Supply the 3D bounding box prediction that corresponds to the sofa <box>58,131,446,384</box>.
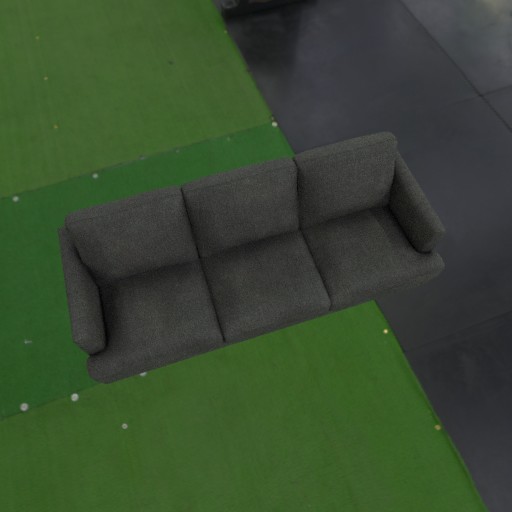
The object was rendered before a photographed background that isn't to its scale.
[{"bbox_3d":[0.000,0.000,2.799,2.246,0.930,0.903,-16,63,-8],"label":"sofa"}]
